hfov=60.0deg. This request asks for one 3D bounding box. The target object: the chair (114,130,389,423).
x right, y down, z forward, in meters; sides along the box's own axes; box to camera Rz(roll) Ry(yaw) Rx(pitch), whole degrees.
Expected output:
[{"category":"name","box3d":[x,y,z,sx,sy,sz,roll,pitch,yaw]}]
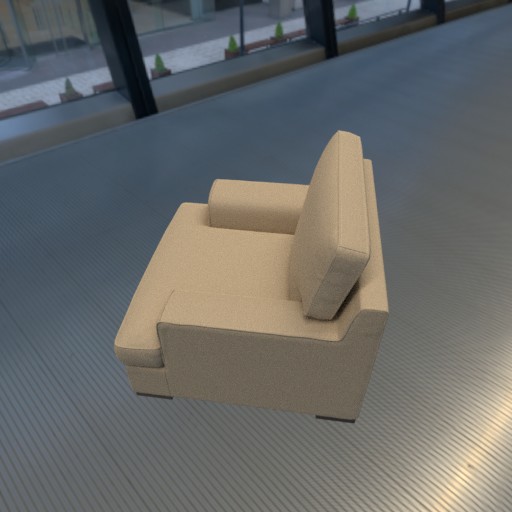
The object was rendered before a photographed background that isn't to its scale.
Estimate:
[{"category":"chair","box3d":[0.000,0.000,2.274,1.274,1.005,1.293,0,40,0]}]
